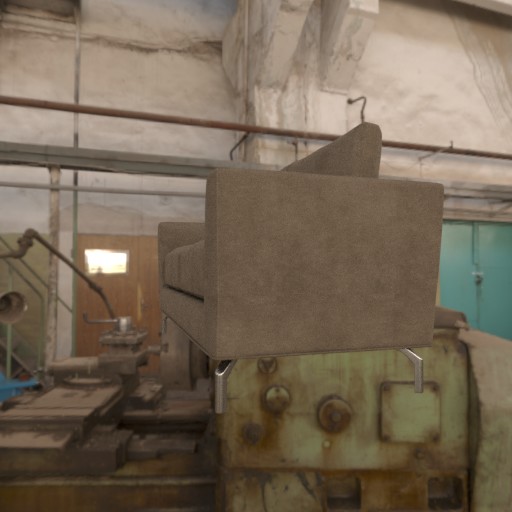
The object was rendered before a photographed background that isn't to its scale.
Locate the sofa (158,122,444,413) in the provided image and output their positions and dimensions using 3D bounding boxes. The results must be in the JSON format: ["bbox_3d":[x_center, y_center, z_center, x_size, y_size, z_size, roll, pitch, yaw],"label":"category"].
[{"bbox_3d":[0.000,0.000,2.308,0.855,1.013,1.832,0,-1,-18],"label":"sofa"}]
